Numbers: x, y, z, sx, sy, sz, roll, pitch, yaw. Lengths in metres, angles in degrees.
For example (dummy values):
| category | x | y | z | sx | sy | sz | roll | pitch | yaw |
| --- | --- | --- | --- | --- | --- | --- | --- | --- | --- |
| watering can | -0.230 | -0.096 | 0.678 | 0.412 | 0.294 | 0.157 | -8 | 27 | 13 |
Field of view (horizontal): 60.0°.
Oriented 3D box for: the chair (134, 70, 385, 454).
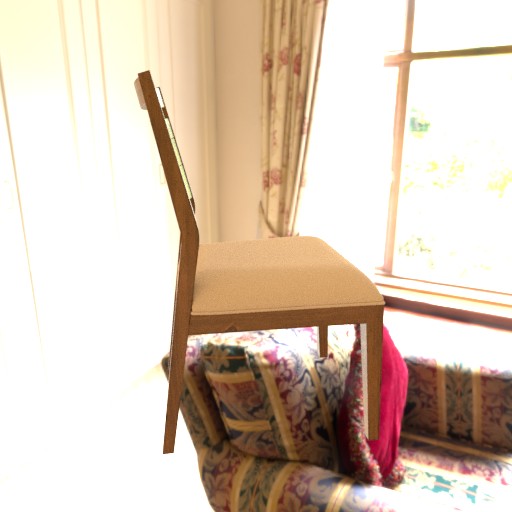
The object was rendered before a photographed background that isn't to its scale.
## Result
| category | x | y | z | sx | sy | sz | roll | pitch | yaw |
| --- | --- | --- | --- | --- | --- | --- | --- | --- | --- |
| chair | 0.000 | 0.000 | 1.279 | 0.610 | 0.939 | 0.497 | -2 | 16 | -8 |
